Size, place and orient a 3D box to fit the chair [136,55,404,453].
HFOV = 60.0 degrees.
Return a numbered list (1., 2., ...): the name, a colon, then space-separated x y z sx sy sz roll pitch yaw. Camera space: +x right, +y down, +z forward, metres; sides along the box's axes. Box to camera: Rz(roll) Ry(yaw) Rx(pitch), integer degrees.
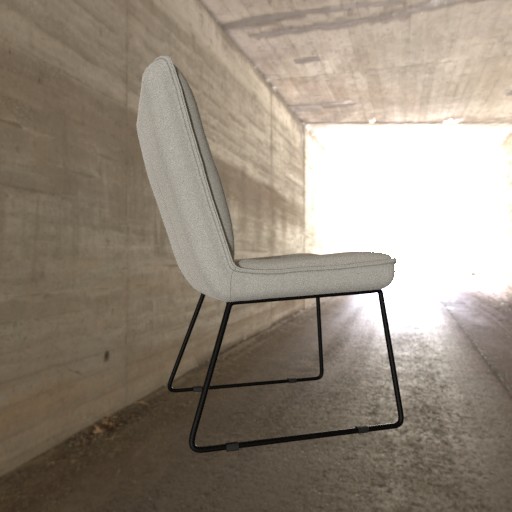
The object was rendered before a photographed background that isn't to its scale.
1. chair: 0.000 0.000 1.338 0.688 0.930 0.515 0 -1 -17
